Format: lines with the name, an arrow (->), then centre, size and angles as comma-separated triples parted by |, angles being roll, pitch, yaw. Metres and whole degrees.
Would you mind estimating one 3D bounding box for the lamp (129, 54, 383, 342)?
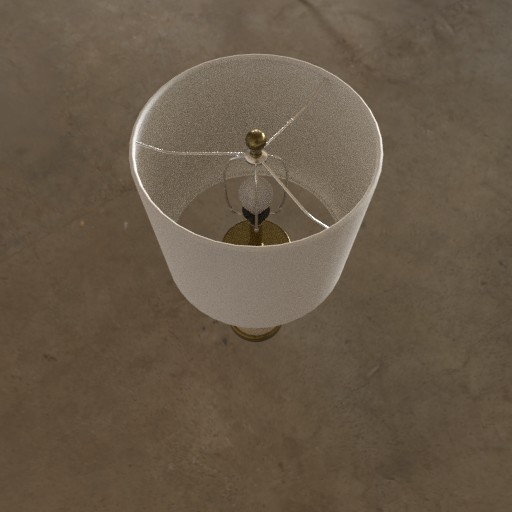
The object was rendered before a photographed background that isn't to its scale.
lamp -> 0.000, 0.000, 0.806 | 0.305, 0.634, 0.305 | -1, 63, 0
